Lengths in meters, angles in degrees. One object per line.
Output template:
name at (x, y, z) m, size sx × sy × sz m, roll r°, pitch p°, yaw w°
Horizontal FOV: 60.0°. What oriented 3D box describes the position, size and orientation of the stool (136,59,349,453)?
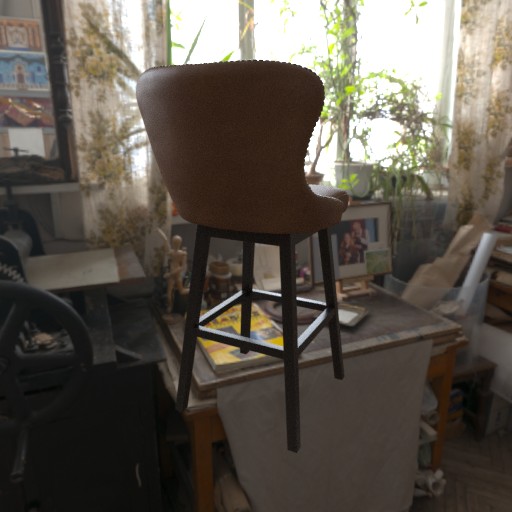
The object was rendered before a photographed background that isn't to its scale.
stool at (0.000, 0.000, 1.375) m, size 0.528 × 1.050 × 0.601 m, roll 9°, pitch 19°, yaw 27°
